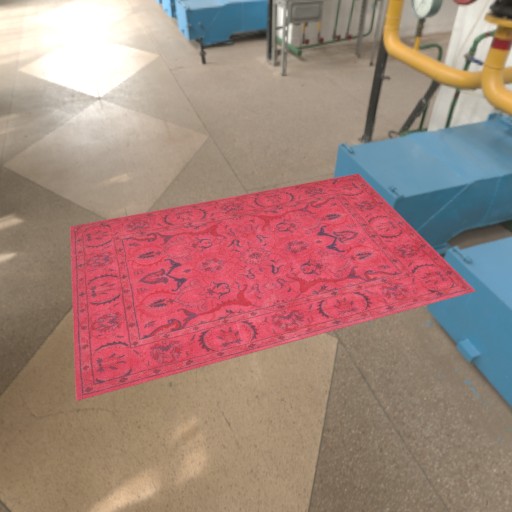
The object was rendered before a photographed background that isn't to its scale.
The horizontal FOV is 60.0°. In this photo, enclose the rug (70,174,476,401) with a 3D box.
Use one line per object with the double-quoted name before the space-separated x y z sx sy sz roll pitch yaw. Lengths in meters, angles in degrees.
"rug" 0.000 0.000 3.065 2.423 0.010 1.534 -12 42 -14
